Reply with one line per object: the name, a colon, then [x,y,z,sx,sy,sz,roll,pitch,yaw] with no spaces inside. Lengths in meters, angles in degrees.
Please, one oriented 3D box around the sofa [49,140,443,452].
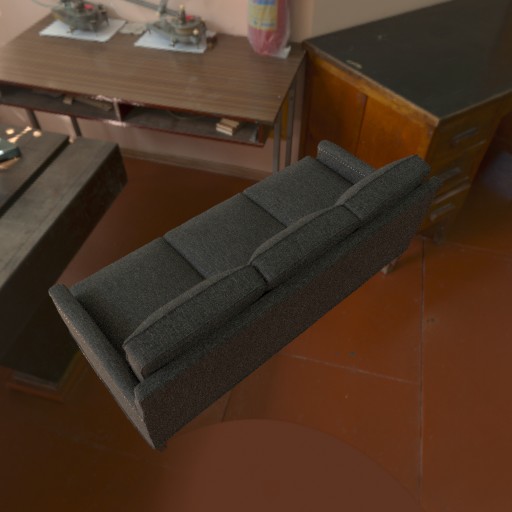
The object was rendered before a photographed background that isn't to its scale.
sofa: [0.000,0.000,2.786,2.246,1.003,1.084,-33,56,-26]
